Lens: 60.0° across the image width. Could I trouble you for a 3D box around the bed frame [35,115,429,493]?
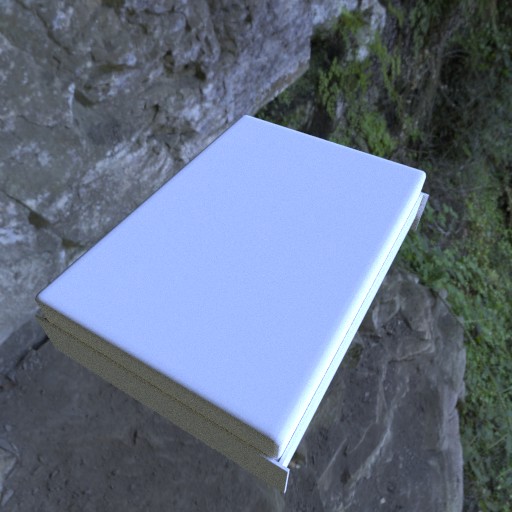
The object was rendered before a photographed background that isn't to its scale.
[{"bbox_3d":[0.000,0.000,2.600,1.445,0.497,1.945,24,52,20],"label":"bed frame"}]
